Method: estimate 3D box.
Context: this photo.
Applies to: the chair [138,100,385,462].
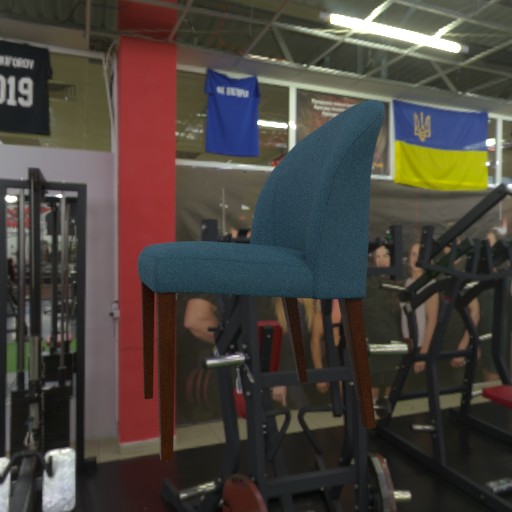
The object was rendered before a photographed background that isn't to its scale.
[{"bbox_3d":[0.000,0.000,1.240,0.620,0.879,0.507,0,1,-19],"label":"chair"}]
